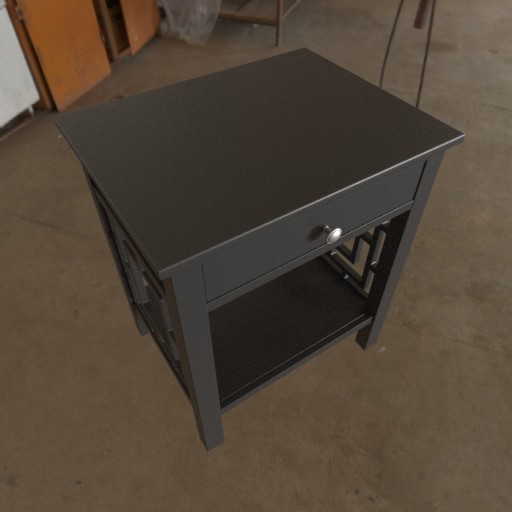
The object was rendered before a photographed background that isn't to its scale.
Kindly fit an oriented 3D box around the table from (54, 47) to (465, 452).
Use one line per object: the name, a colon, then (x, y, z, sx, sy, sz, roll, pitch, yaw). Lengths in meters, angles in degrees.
table: (0.000, 0.000, 0.995, 0.564, 0.646, 0.451, -26, 52, -22)
